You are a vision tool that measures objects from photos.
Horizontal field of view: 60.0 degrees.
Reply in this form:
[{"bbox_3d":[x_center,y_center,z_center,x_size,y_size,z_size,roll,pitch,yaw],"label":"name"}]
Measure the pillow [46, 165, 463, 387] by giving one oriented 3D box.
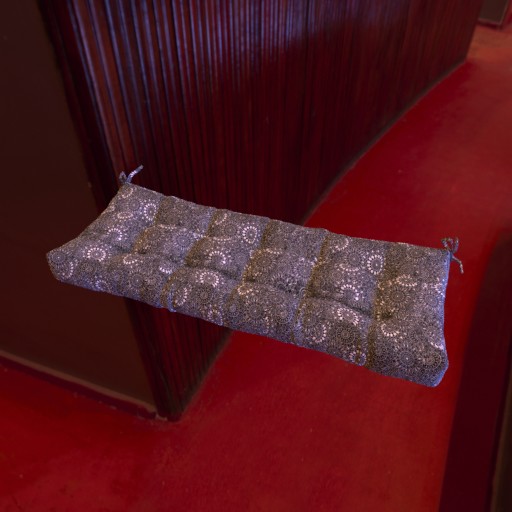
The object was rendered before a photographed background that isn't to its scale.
[{"bbox_3d":[0.000,0.000,1.336,1.194,0.174,0.511,13,44,14],"label":"pillow"}]
